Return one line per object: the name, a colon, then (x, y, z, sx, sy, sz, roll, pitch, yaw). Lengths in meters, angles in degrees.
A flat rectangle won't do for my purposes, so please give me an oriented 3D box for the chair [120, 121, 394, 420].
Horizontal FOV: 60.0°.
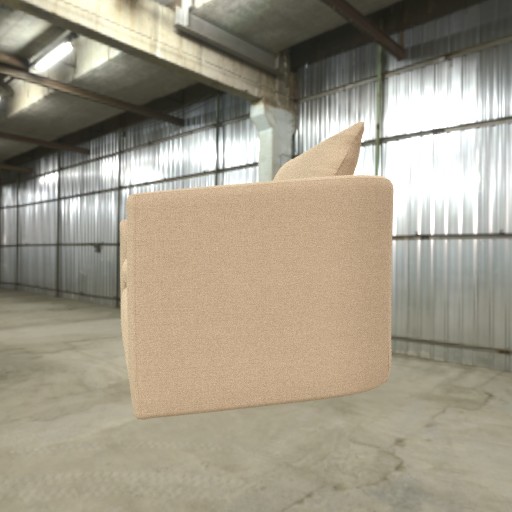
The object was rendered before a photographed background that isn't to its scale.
chair: (0.000, 0.000, 1.573, 0.910, 0.848, 0.845, 0, 0, -18)
